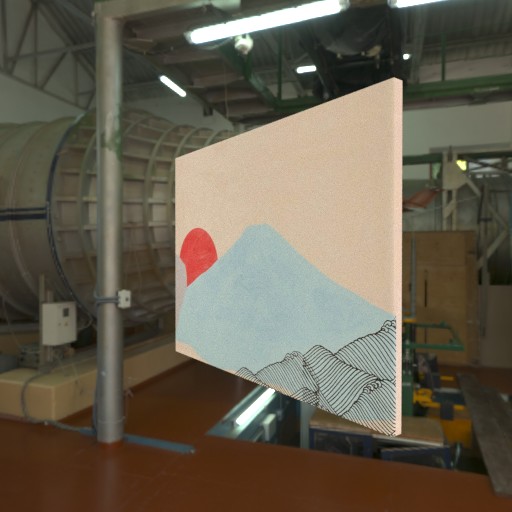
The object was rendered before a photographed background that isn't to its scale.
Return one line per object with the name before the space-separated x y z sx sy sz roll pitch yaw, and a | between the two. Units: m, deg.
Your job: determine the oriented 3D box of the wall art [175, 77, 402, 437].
wall art | 0.000 0.000 1.623 0.042 0.912 1.219 0 1 -37
